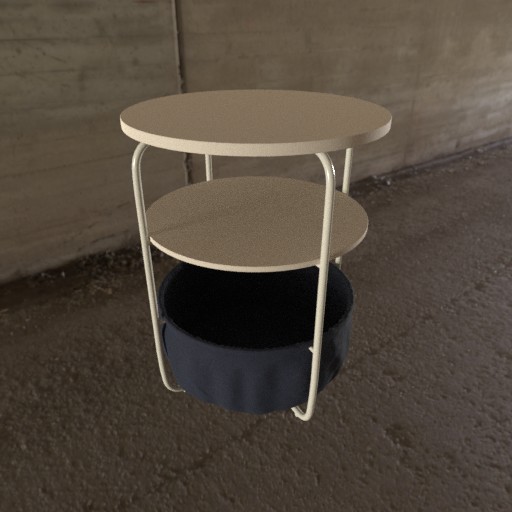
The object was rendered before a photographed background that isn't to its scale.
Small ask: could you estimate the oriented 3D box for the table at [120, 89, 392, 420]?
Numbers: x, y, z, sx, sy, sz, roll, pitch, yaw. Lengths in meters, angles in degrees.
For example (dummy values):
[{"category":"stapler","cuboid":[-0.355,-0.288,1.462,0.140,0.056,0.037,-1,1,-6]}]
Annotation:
[{"category":"table","cuboid":[0.000,0.000,0.834,0.418,0.532,0.418,8,30,14]}]
